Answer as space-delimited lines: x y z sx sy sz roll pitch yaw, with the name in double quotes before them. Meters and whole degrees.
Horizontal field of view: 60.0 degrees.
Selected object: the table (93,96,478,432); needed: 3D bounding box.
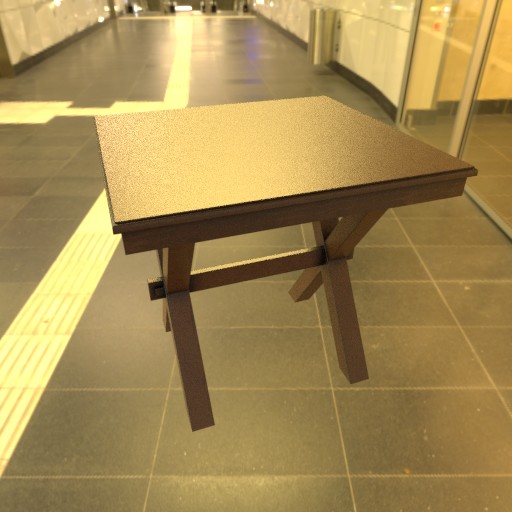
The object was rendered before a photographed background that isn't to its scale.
"table" 0.000 0.000 1.037 0.602 0.562 0.560 -11 34 -17
